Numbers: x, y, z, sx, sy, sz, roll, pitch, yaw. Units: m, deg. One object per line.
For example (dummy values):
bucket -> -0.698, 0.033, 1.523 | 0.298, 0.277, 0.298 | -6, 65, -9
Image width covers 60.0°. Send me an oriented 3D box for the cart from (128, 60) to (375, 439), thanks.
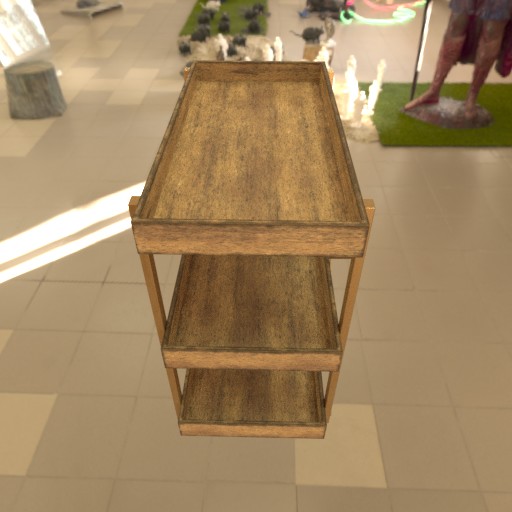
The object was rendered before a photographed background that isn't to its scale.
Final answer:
cart -> 0.000, 0.000, 1.228 | 0.416, 0.799, 0.750 | 1, 42, 1
